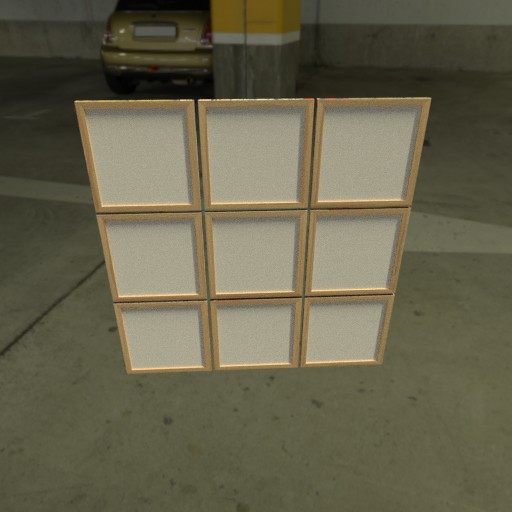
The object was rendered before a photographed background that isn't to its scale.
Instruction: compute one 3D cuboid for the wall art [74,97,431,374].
[{"bbox_3d":[0.000,0.000,1.351,0.904,0.913,0.013,-1,30,-3],"label":"wall art"}]
